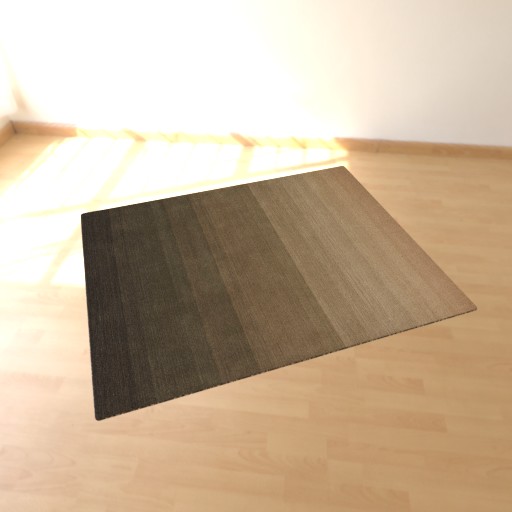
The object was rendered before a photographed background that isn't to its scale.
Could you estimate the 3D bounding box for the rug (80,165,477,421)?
[{"bbox_3d":[0.000,0.000,3.928,2.902,0.017,2.306,-13,43,-14],"label":"rug"}]
